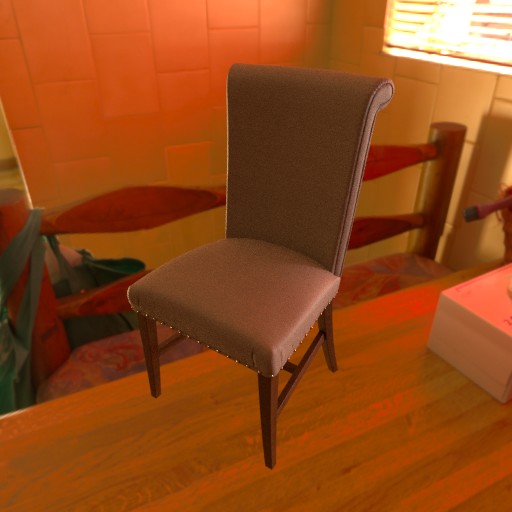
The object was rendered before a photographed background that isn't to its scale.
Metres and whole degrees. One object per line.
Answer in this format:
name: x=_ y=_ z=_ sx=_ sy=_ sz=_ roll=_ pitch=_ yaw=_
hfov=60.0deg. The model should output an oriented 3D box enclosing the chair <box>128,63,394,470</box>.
chair: x=0.000 y=0.000 z=1.332 sx=0.513 sy=0.988 sz=0.608 roll=19 pitch=36 yaw=29
